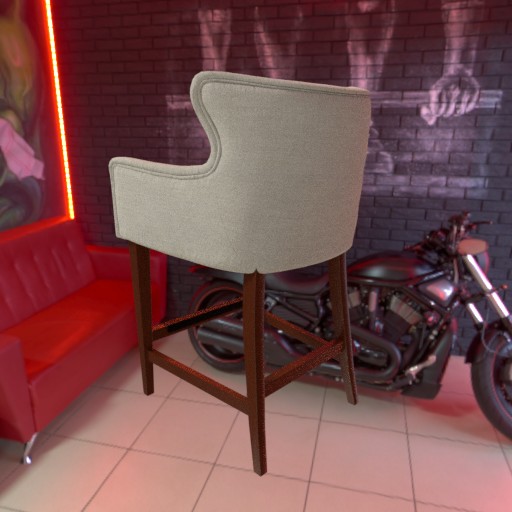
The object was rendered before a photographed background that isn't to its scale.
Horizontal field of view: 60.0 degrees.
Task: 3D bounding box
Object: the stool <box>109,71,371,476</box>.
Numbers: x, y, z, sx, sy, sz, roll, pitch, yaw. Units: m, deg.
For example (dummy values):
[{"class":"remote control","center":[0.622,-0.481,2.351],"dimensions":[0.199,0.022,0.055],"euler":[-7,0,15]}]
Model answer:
[{"class":"stool","center":[0.000,0.000,1.359],"dimensions":[0.615,0.987,0.637],"euler":[-15,21,-42]}]
